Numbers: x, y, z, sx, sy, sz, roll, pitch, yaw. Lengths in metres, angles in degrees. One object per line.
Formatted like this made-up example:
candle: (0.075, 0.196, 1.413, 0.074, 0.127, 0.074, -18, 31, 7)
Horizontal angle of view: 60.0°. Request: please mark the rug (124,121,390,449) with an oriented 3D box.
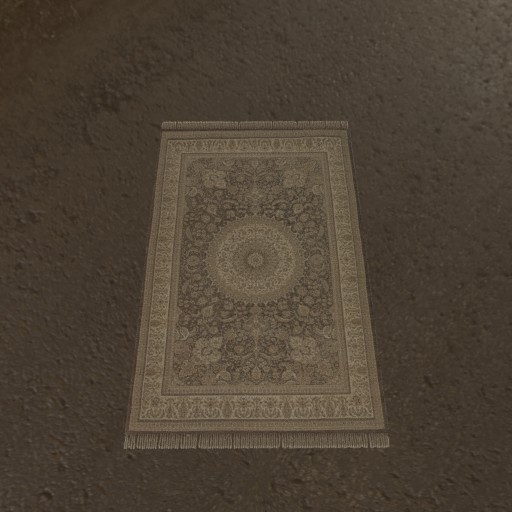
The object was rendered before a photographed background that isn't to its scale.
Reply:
rug: (0.000, 0.000, 3.059, 1.528, 0.010, 2.440, 0, 64, 0)
